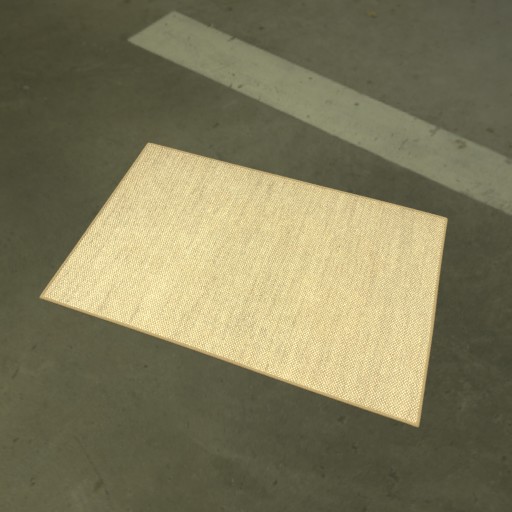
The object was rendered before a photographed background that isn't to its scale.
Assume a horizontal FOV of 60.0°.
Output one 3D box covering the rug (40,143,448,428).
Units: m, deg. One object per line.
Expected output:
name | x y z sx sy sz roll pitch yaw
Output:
rug | 0.000 0.000 2.088 1.667 0.013 1.062 16 58 11
